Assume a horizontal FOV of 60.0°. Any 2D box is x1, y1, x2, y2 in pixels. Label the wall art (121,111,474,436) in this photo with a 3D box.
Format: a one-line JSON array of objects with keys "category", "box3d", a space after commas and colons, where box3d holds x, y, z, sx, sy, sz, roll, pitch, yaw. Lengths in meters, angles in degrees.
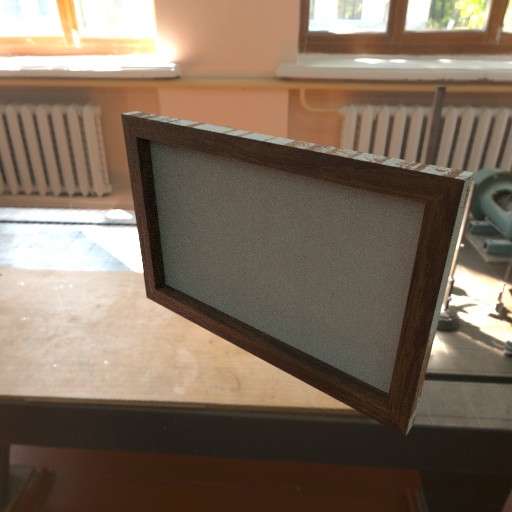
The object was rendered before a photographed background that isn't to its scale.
[{"category": "wall art", "box3d": [0.000, 0.000, 0.757, 0.609, 0.405, 0.035, 21, 34, 33]}]
